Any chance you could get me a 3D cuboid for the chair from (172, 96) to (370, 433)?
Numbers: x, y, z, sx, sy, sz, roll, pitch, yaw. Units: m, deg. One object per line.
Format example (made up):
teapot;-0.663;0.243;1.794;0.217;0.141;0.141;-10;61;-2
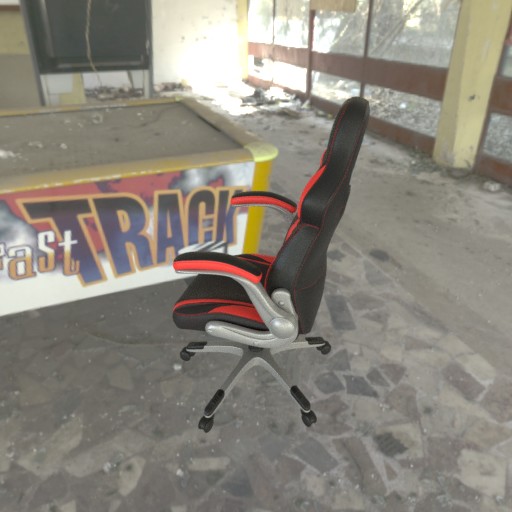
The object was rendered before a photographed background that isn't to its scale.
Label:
chair;0.000;0.000;1.679;0.712;1.165;0.758;8;29;14
